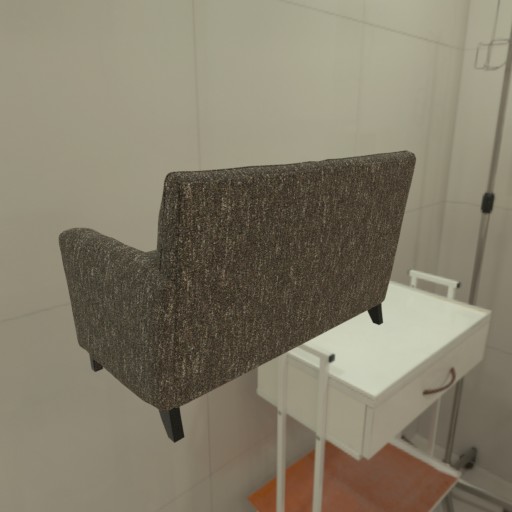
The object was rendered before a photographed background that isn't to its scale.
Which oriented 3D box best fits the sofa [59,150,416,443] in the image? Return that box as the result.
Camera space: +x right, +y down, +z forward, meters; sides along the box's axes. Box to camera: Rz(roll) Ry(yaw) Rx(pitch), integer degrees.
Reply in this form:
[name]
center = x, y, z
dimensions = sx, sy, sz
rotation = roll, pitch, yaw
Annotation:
[sofa]
center = 0.000, 0.000, 2.099
dimensions = 1.519, 0.946, 0.801
rotation = -16, 23, -42
